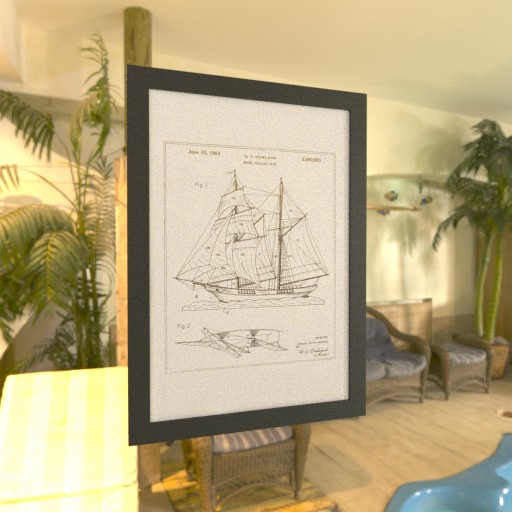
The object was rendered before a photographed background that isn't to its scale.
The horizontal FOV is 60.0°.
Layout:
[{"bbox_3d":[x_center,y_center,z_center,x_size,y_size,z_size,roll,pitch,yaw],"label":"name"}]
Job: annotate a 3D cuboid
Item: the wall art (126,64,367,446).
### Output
[{"bbox_3d":[0.000,0.000,0.682,0.381,0.534,0.013,0,1,-18],"label":"wall art"}]
